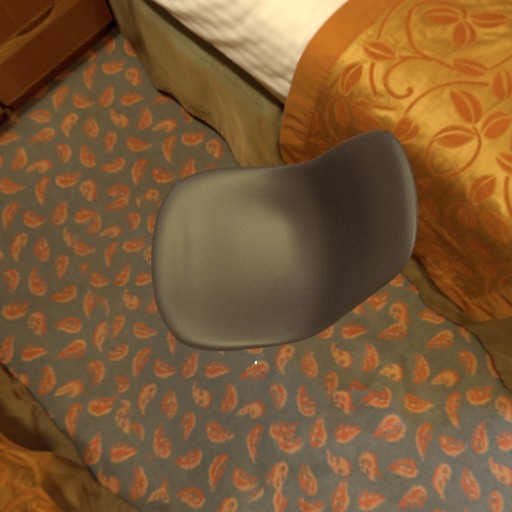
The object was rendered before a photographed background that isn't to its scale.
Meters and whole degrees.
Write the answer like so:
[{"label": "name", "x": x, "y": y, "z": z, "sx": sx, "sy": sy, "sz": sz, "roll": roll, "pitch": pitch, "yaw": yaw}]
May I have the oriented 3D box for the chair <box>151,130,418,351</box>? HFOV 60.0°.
[{"label": "chair", "x": 0.000, "y": 0.000, "z": 1.133, "sx": 0.533, "sy": 0.825, "sz": 0.470, "roll": -3, "pitch": 77, "yaw": -1}]
